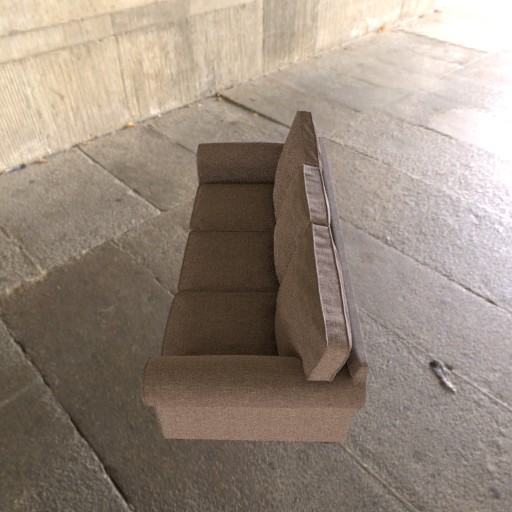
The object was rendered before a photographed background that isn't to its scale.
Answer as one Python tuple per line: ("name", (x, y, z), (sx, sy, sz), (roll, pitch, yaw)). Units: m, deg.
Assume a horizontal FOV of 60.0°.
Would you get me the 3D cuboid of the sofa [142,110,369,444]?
("sofa", (0.000, 0.000, 2.623), (0.916, 0.961, 2.084), (1, 42, 1))
